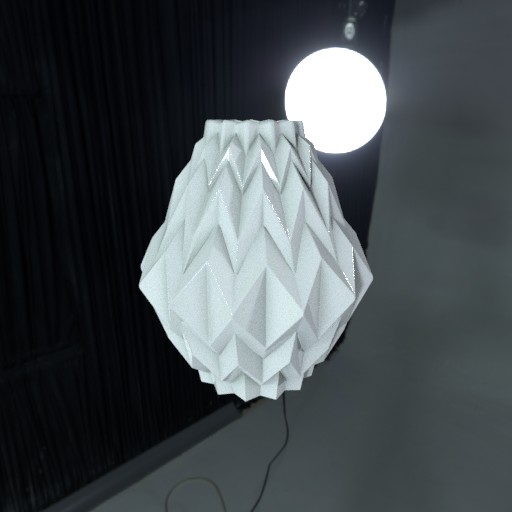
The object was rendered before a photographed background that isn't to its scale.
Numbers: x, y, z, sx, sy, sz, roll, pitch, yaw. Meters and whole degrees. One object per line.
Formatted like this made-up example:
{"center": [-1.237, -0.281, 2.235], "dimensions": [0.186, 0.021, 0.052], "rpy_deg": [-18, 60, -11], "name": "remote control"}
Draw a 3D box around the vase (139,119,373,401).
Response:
{"center": [0.000, 0.000, 0.315], "dimensions": [0.164, 0.185, 0.164], "rpy_deg": [0, 17, 0], "name": "vase"}
